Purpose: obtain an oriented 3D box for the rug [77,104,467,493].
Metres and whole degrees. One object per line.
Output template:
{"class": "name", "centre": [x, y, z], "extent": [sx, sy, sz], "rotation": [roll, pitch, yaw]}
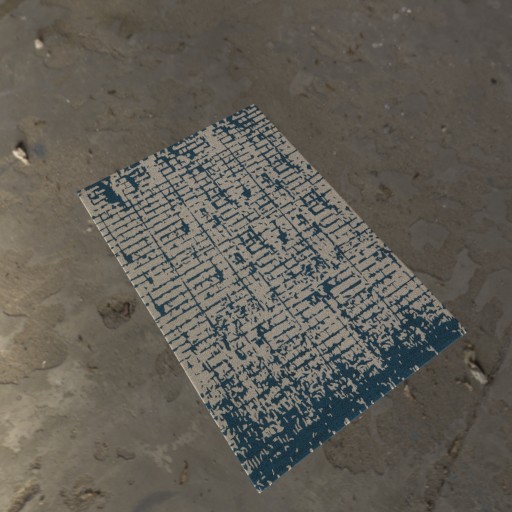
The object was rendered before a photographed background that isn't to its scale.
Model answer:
{"class": "rug", "centre": [0.000, 0.000, 2.325], "extent": [1.220, 0.007, 1.828], "rotation": [-31, 67, -15]}
